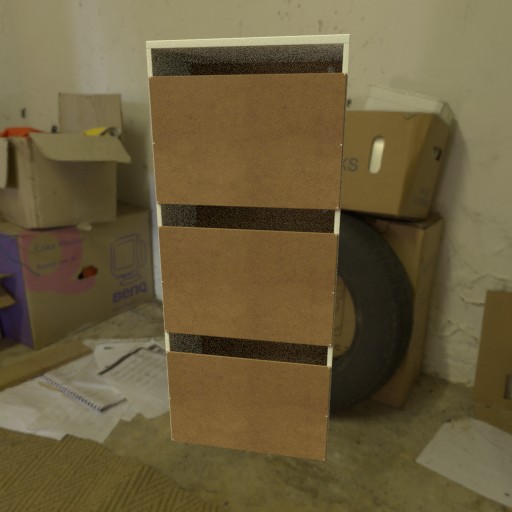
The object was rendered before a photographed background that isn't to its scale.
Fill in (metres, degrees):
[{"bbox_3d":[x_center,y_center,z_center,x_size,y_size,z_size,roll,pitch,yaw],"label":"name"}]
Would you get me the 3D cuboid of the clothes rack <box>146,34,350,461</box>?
[{"bbox_3d":[0.000,0.000,1.384,0.500,1.187,0.331,3,17,10],"label":"clothes rack"}]
